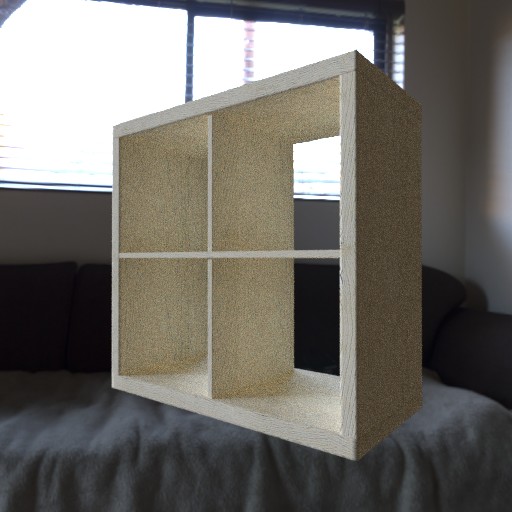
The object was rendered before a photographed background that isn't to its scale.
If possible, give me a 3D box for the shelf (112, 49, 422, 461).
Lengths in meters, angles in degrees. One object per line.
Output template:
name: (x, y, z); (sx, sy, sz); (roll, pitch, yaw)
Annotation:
shelf: (0.000, 0.000, 1.241); (0.790, 0.786, 0.390); (0, -1, 38)
